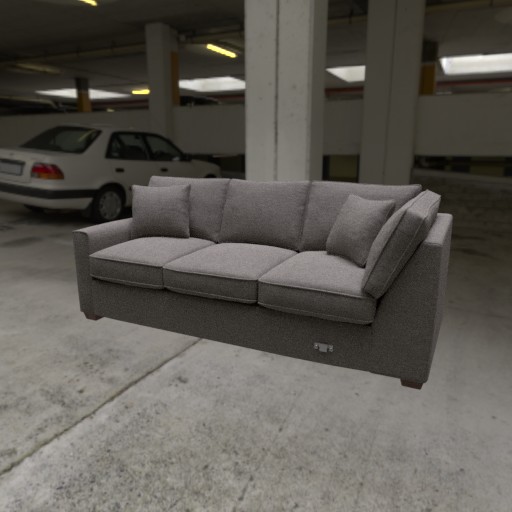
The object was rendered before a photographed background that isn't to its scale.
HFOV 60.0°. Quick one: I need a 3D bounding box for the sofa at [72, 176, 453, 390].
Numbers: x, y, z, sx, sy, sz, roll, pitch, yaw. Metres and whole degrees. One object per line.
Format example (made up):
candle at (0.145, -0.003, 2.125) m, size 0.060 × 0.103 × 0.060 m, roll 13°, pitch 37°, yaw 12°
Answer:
sofa at (0.000, 0.000, 2.946) m, size 2.317 × 0.962 × 1.061 m, roll 7°, pitch 15°, yaw 25°
